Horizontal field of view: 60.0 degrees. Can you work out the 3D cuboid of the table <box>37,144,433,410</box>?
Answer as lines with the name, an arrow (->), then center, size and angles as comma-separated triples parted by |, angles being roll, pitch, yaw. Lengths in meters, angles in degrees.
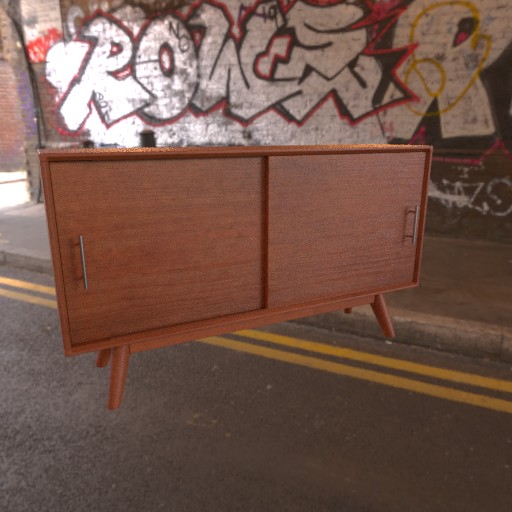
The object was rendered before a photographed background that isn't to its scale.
table -> 0.000, 0.000, 1.464 | 1.220, 0.698, 0.308 | -8, 17, -25
